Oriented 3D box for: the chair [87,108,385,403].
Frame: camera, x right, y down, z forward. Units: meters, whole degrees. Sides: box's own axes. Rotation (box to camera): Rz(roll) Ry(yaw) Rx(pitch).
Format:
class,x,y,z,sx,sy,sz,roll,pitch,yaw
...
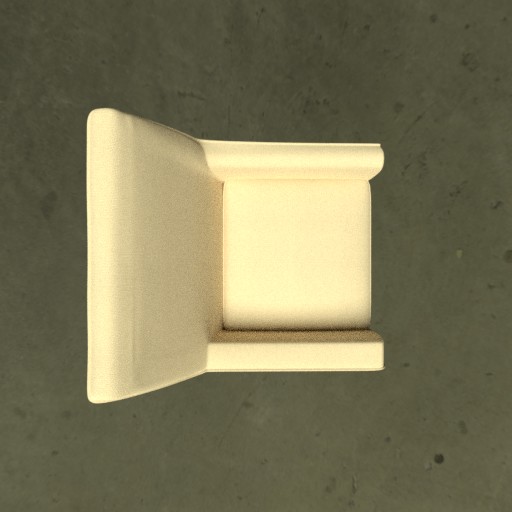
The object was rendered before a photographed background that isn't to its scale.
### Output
class,x,y,z,sx,sy,sz,roll,pitch,yaw
chair,0.000,0.000,1.591,0.899,0.919,0.780,0,90,-1
